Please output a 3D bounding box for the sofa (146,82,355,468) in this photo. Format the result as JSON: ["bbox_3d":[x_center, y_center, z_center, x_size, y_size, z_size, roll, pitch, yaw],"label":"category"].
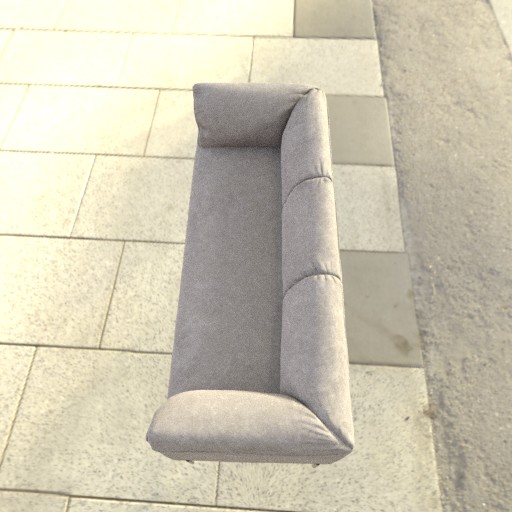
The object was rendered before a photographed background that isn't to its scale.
[{"bbox_3d":[0.000,0.000,2.642,0.899,0.758,2.238,1,60,1],"label":"sofa"}]
